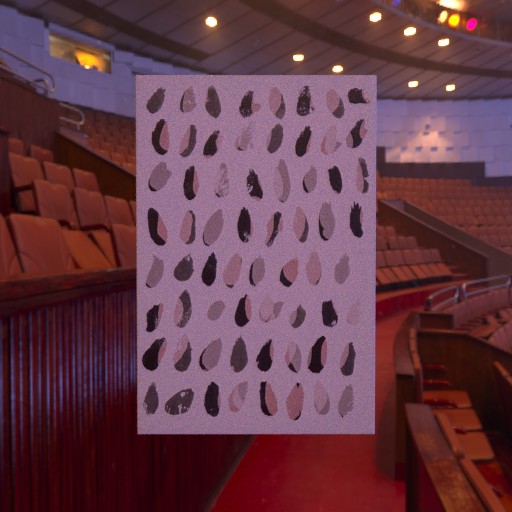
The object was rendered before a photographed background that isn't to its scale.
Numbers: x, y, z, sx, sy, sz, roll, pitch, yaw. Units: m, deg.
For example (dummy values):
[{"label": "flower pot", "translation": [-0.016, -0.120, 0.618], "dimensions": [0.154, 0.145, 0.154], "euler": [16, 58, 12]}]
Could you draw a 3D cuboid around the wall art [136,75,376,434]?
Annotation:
[{"label": "wall art", "translation": [0.000, 0.000, 1.148], "dimensions": [0.610, 0.916, 0.037], "euler": [0, 1, 0]}]
